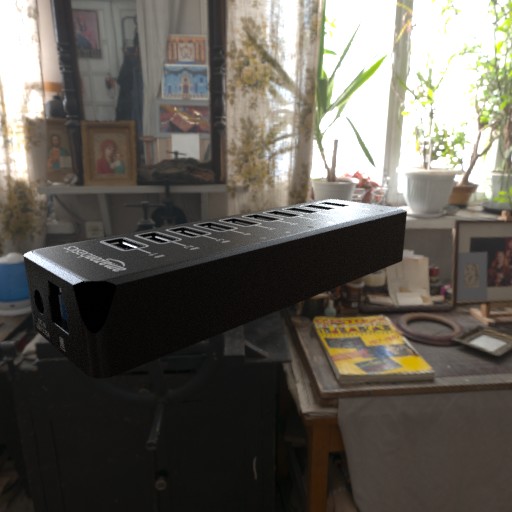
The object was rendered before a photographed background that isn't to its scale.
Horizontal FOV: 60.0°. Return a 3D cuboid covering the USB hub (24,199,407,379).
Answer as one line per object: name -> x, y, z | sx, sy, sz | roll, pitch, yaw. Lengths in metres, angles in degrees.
USB hub -> 0.000, 0.000, 0.162 | 0.145, 0.023, 0.044 | -15, 22, -42
